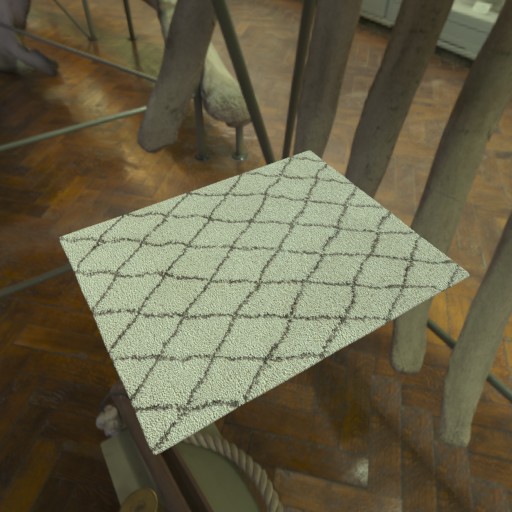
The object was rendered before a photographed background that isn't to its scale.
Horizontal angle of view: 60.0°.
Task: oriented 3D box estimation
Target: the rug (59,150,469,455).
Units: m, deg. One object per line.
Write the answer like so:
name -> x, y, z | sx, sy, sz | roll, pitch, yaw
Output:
rug -> 0.000, 0.000, 4.165 | 3.047, 0.029, 2.438 | -23, 50, -22
